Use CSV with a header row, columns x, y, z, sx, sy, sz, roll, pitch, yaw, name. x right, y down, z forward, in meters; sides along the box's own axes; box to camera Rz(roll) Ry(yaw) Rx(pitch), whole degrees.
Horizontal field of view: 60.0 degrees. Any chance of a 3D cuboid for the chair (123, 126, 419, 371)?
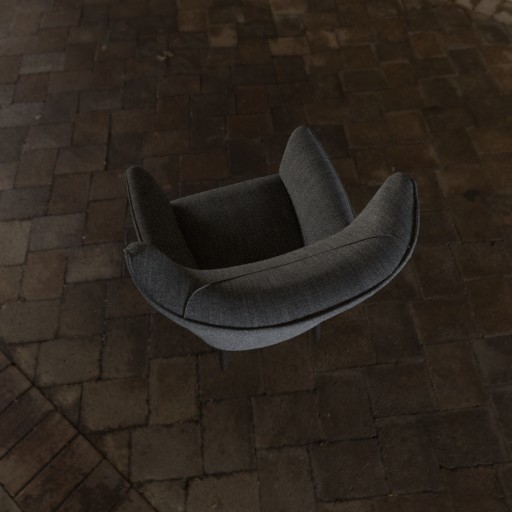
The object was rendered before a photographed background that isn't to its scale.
x,y,z,sx,sy,sz,roll,pitch,yaw,name
0.000,0.000,1.596,0.781,0.933,0.888,-16,59,-10,chair
